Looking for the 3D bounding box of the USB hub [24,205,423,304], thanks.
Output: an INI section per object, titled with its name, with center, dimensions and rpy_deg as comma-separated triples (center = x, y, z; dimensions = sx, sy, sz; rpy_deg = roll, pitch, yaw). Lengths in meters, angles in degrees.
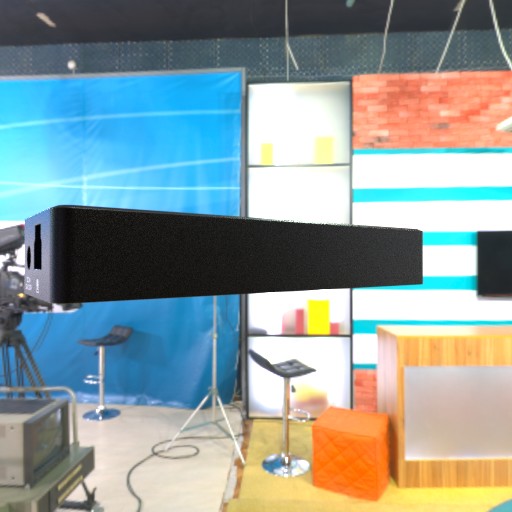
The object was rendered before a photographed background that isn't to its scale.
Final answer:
[USB hub]
center = 0.000, 0.000, 0.160
dimensions = 0.145, 0.023, 0.044
rpy_deg = 0, -1, -36
